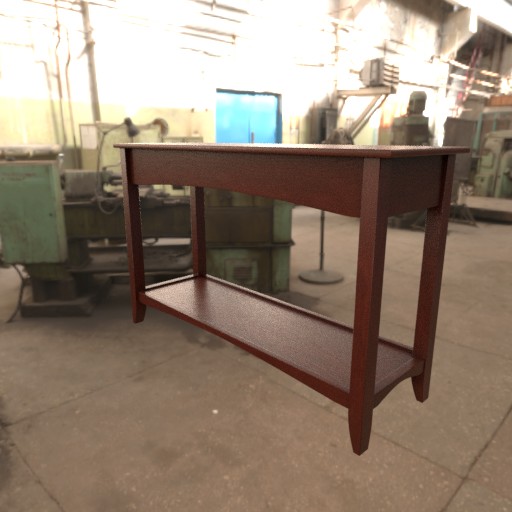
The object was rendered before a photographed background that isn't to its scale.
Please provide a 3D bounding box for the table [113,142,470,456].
[{"bbox_3d":[0.000,0.000,1.518,0.392,0.739,1.188,-14,20,-42],"label":"table"}]
